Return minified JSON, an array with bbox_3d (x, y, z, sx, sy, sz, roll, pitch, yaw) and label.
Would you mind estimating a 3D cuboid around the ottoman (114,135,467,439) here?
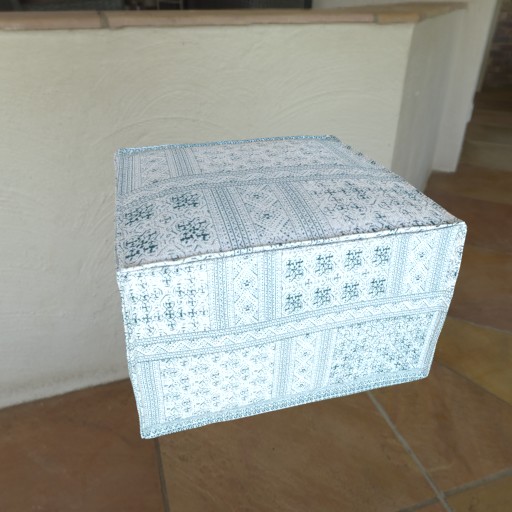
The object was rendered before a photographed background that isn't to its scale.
[{"bbox_3d":[0.000,0.000,1.053,0.626,0.439,0.617,-8,31,-13],"label":"ottoman"}]
